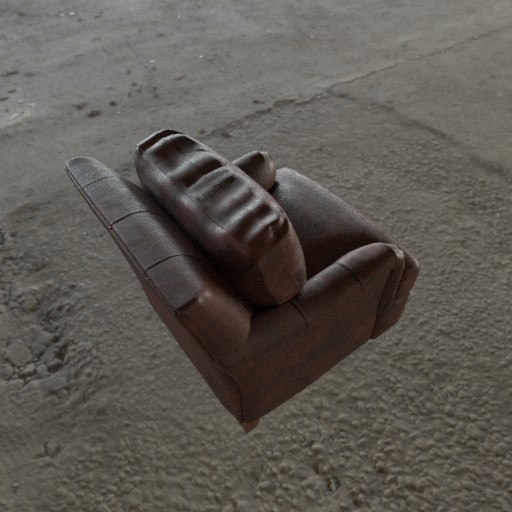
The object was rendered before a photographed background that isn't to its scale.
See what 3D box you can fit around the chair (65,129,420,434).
[{"bbox_3d":[0.000,0.000,1.957,1.156,1.051,0.987,-27,50,-25],"label":"chair"}]
